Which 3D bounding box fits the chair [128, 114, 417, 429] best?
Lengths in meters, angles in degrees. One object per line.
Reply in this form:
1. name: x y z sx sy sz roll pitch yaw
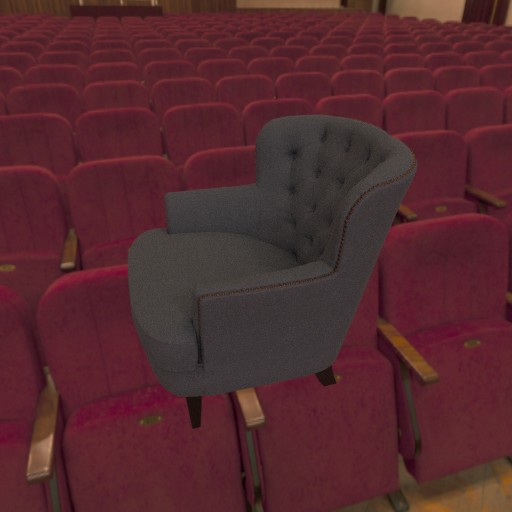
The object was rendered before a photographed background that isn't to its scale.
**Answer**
1. chair: 0.000 0.000 1.599 0.906 0.868 0.848 -8 29 -14
